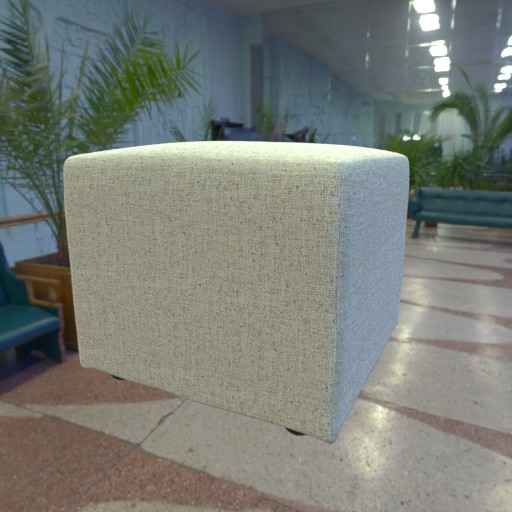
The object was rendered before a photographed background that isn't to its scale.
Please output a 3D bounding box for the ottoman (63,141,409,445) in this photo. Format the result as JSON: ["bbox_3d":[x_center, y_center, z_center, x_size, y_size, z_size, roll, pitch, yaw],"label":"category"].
[{"bbox_3d":[0.000,0.000,0.907,0.512,0.453,0.521,7,15,27],"label":"ottoman"}]
